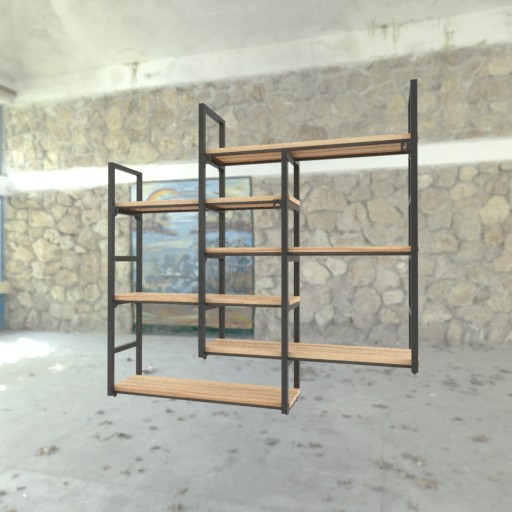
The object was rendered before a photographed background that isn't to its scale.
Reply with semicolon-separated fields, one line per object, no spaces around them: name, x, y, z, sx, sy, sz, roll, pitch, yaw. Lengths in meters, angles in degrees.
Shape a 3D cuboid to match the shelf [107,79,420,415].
shelf;0.000;0.000;1.377;0.946;0.921;0.183;0;-1;17
